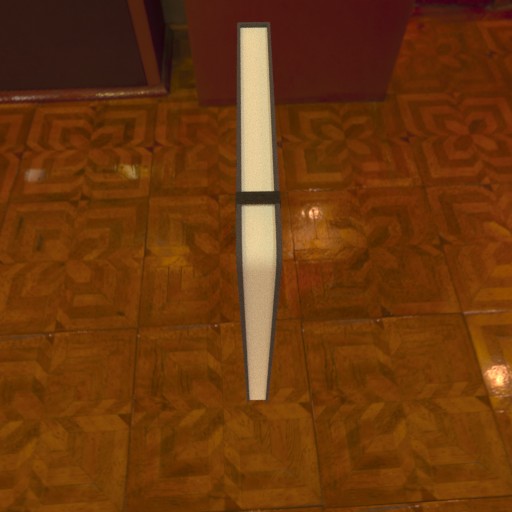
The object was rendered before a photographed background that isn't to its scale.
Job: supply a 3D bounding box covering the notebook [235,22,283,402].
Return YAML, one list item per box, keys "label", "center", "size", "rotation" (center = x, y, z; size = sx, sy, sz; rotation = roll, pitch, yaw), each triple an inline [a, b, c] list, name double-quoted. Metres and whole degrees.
- label: "notebook"
  center: [0.000, 0.000, 0.265]
  size: [0.016, 0.213, 0.127]
  rotation: [-1, 59, -1]
